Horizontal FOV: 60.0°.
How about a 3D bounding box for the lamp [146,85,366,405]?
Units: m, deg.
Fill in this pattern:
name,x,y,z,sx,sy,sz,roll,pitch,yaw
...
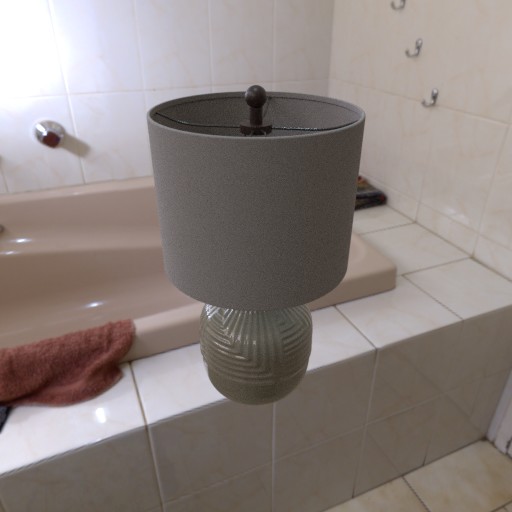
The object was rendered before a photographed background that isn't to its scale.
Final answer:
name,x,y,z,sx,sy,sz,roll,pitch,yaw
lamp,0.000,0.000,0.779,0.318,0.567,0.318,0,30,0
